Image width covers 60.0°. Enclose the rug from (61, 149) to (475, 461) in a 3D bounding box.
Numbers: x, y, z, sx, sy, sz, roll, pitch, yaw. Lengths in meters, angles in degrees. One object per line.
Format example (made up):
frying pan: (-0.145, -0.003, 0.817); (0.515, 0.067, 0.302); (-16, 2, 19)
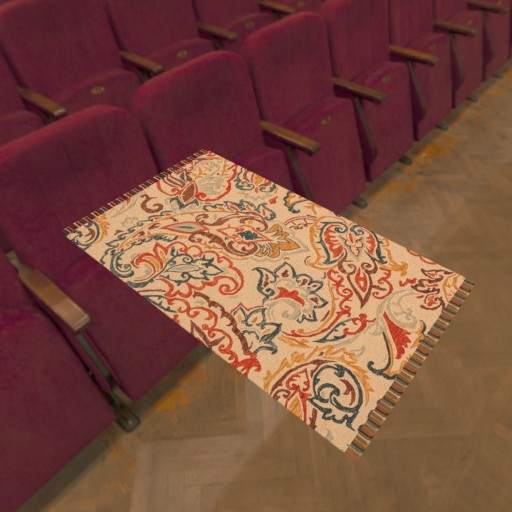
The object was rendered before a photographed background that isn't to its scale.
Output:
rug: (0.000, 0.000, 3.156); (2.584, 0.010, 1.523); (31, 53, 27)
